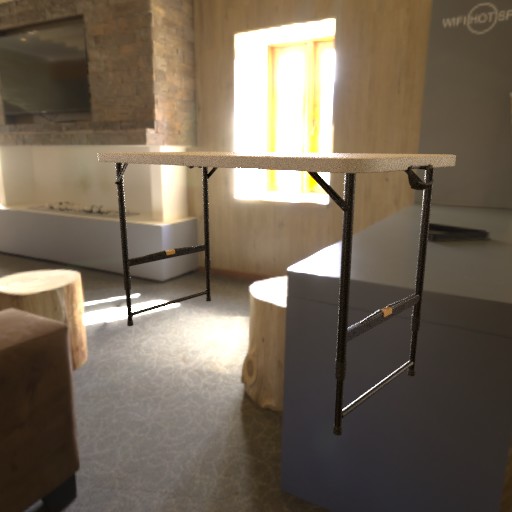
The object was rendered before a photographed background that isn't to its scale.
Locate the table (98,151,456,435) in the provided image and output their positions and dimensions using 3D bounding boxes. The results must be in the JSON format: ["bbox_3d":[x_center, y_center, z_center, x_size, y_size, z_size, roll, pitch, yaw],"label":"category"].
[{"bbox_3d":[0.000,0.000,1.637,1.245,0.737,0.611,13,19,43],"label":"table"}]
